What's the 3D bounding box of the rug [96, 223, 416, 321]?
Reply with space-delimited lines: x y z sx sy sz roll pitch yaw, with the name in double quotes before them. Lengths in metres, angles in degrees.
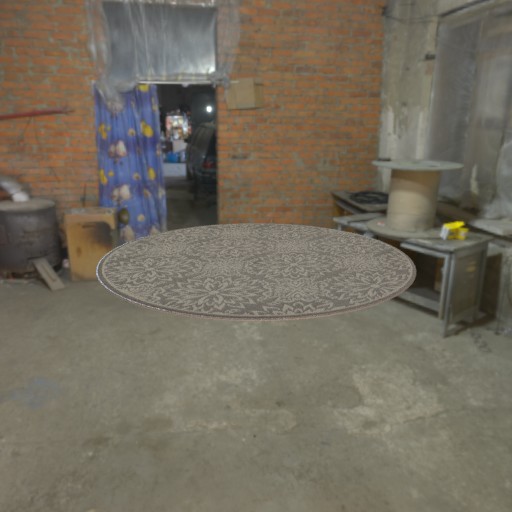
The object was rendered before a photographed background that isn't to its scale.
"rug" 0.000 0.000 2.330 1.593 0.012 1.593 0 17 0
